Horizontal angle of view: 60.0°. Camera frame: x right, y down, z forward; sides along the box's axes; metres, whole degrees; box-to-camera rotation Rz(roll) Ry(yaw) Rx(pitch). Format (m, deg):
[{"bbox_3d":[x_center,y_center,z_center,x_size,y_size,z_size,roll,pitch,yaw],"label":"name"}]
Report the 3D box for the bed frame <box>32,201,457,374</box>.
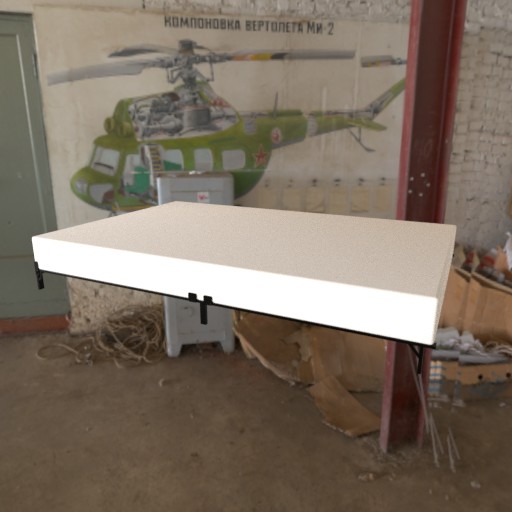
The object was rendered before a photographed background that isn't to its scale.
[{"bbox_3d":[0.000,0.000,3.723,2.987,0.440,1.930,8,18,25],"label":"bed frame"}]
